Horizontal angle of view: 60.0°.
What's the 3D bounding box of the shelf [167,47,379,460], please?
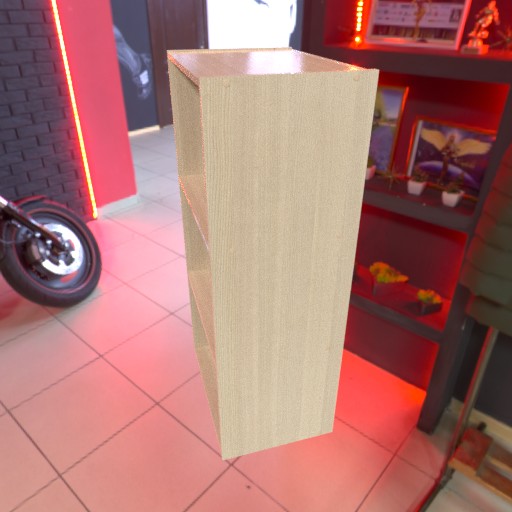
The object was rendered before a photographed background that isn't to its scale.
[{"bbox_3d":[0.000,0.000,1.070,0.292,0.876,0.417,-8,31,-14],"label":"shelf"}]
